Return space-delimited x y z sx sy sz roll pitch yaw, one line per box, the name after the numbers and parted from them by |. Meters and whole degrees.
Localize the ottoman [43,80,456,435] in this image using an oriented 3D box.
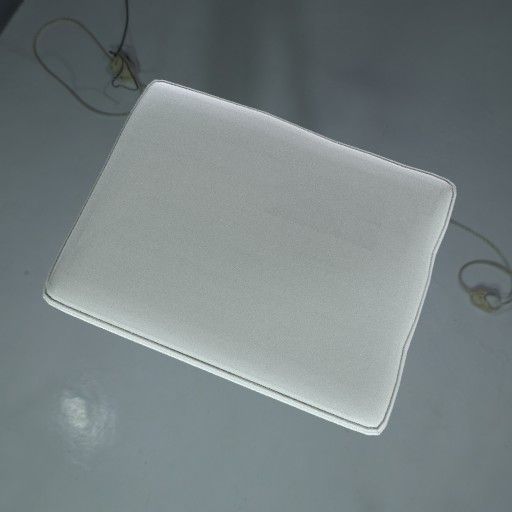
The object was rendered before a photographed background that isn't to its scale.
0.000 0.000 1.193 0.818 0.479 0.634 21 77 5 | ottoman
